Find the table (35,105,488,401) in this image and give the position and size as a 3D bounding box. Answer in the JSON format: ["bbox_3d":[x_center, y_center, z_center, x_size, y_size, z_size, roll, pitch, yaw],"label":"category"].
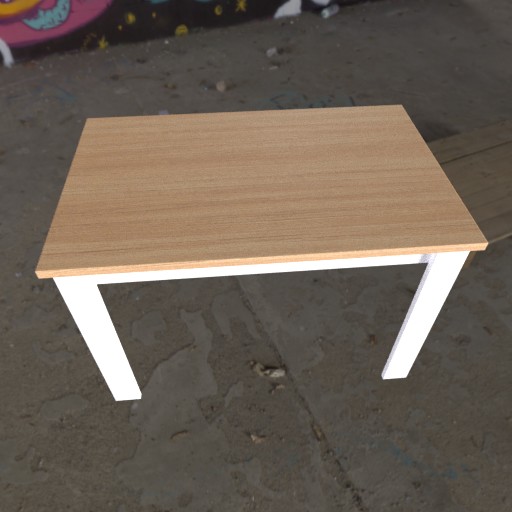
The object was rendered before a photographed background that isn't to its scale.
[{"bbox_3d":[0.000,0.000,1.574,1.100,0.734,0.700,-4,47,-3],"label":"table"}]
